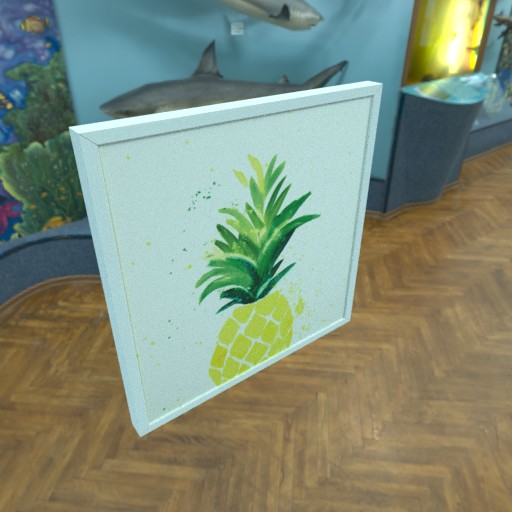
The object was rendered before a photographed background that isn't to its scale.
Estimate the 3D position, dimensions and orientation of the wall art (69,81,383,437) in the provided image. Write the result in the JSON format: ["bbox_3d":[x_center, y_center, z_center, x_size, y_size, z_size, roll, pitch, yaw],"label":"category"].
[{"bbox_3d":[0.000,0.000,0.455,0.307,0.307,0.020,-21,37,-31],"label":"wall art"}]
